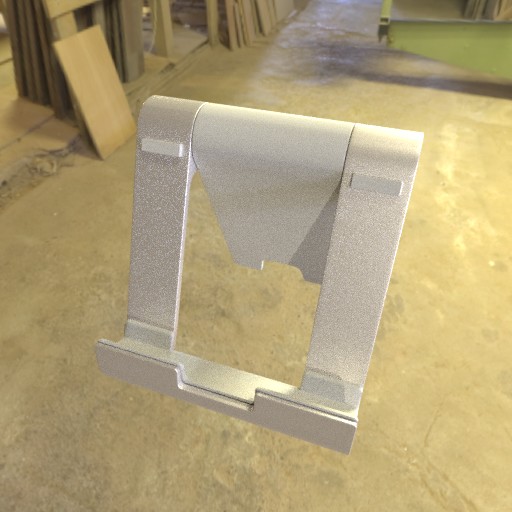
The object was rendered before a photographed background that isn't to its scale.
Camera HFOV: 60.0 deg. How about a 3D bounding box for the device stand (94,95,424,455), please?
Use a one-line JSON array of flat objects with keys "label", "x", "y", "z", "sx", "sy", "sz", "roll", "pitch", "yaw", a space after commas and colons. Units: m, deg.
[{"label": "device stand", "x": 0.000, "y": 0.000, "z": 0.148, "sx": 0.086, "sy": 0.084, "sz": 0.079, "roll": 13, "pitch": 42, "yaw": 15}]
